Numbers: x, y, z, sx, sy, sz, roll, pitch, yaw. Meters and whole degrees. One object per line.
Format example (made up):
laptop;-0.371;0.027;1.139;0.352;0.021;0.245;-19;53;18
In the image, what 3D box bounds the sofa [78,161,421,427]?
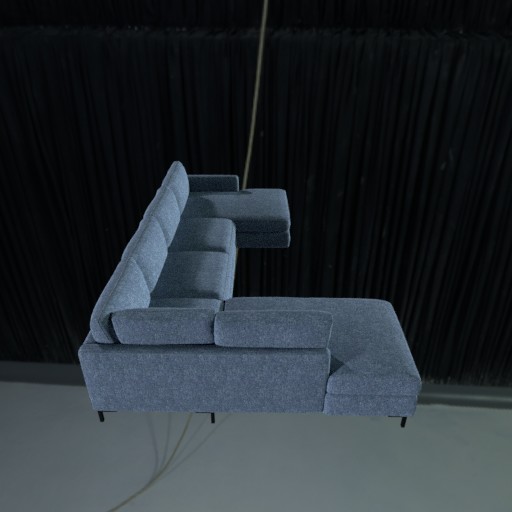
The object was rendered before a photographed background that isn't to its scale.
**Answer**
sofa;0.000;0.000;3.583;1.879;0.756;2.737;0;31;1
